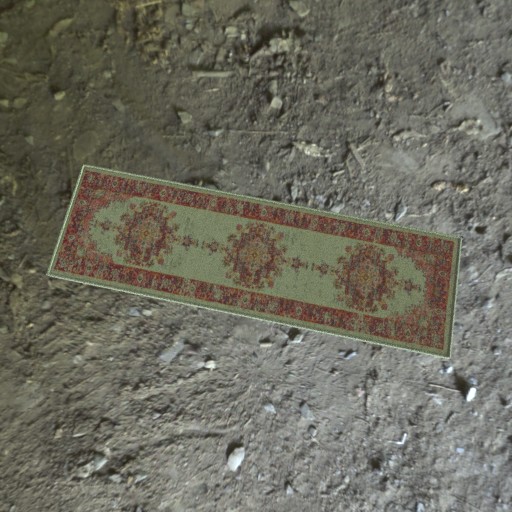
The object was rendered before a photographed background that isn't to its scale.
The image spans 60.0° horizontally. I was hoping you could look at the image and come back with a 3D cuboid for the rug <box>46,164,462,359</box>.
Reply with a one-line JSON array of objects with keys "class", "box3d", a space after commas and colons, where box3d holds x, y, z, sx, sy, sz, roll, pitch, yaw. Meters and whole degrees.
[{"class": "rug", "box3d": [0.000, 0.000, 2.021, 1.824, 0.009, 0.562, 11, 76, 3]}]
